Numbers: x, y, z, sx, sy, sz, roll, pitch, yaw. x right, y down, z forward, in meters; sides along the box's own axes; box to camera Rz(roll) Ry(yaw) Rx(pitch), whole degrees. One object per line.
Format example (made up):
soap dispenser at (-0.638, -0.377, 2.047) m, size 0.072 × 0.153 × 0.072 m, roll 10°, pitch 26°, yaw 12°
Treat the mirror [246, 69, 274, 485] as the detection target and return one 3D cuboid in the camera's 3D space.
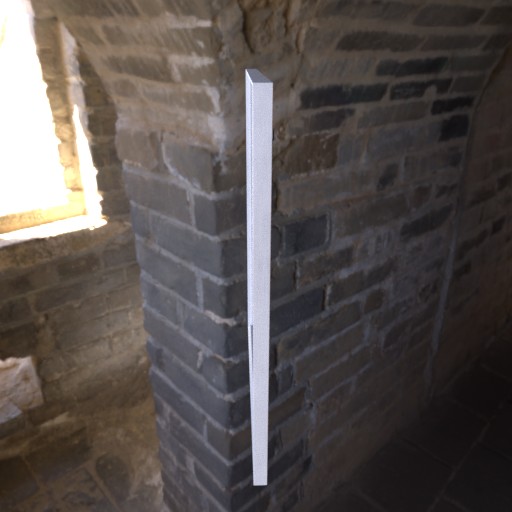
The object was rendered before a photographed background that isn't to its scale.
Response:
mirror at (0.000, 0.000, 1.335) m, size 0.041 × 1.016 × 0.762 m, roll -1°, pitch 25°, yaw -2°
